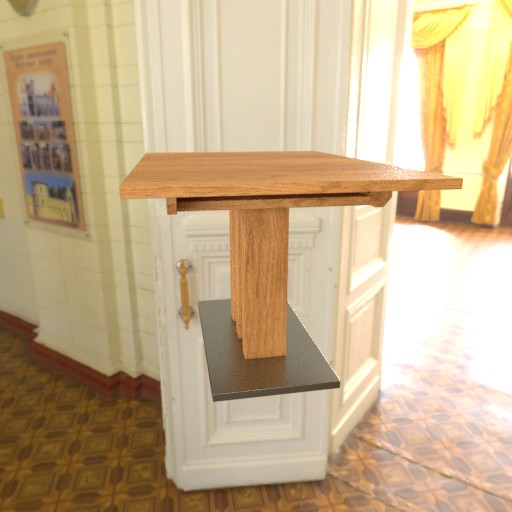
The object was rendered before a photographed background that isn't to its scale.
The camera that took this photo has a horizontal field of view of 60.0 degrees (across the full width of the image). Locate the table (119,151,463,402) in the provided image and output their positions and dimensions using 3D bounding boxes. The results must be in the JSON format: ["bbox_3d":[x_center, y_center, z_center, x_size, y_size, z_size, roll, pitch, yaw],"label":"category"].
[{"bbox_3d":[0.000,0.000,1.842,0.900,0.770,1.300,-3,17,-10],"label":"table"}]
